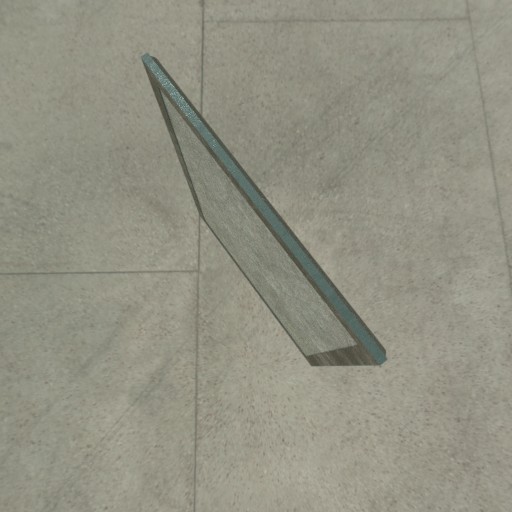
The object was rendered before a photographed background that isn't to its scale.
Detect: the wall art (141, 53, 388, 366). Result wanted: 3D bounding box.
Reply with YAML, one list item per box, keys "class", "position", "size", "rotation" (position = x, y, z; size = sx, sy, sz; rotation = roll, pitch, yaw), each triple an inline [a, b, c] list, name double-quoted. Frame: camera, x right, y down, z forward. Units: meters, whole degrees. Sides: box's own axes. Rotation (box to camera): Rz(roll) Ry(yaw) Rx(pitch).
- class: "wall art"
  position: [0.000, 0.000, 1.319]
  size: [0.030, 0.983, 0.767]
  rotation: [-35, 79, -8]
